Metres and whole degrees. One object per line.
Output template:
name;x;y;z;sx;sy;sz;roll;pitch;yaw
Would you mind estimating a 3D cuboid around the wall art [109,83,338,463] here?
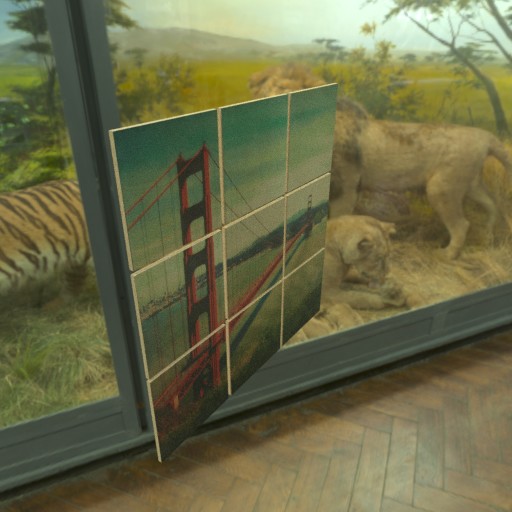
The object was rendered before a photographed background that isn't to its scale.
wall art;0.000;0.000;1.801;0.016;1.207;1.217;18;33;31
